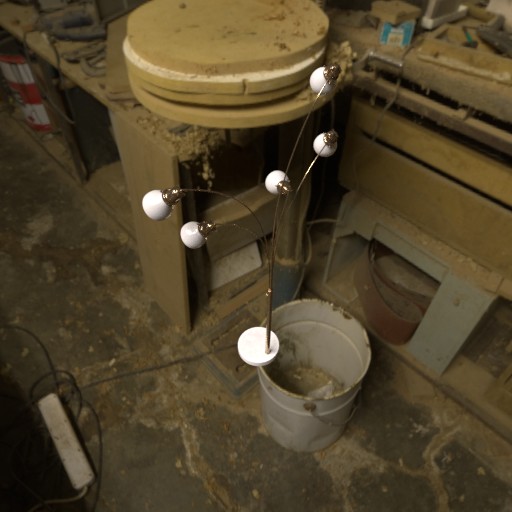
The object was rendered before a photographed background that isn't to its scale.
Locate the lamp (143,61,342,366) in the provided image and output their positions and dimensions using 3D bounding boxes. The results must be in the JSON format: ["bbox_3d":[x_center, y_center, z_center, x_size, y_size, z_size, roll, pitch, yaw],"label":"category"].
[{"bbox_3d":[0.000,0.000,3.009,1.405,2.423,0.361,-33,55,-27],"label":"lamp"}]
